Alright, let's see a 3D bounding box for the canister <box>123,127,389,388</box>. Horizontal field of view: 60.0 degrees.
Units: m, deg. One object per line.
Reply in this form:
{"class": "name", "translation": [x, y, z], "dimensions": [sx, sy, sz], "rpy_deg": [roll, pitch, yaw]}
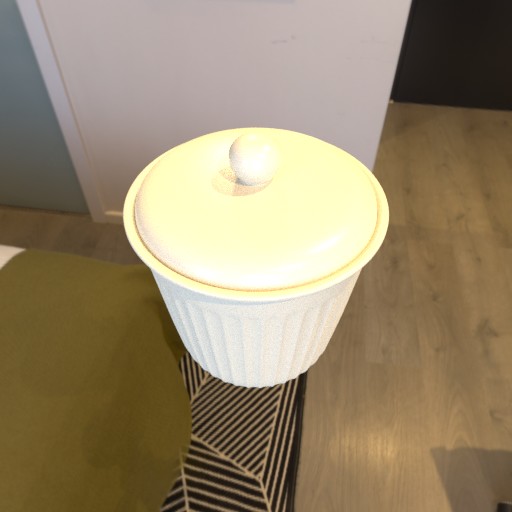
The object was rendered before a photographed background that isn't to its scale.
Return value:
{"class": "canister", "translation": [0.000, 0.000, 0.350], "dimensions": [0.181, 0.211, 0.181], "rpy_deg": [0, 46, 0]}
